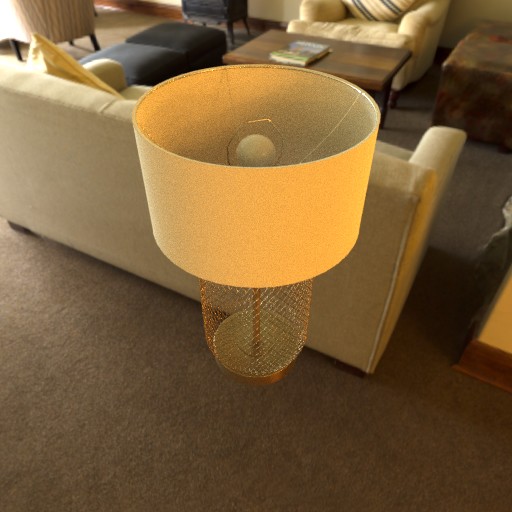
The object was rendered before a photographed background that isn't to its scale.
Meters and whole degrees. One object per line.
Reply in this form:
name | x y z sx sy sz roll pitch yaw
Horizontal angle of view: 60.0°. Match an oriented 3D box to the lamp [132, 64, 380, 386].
lamp | 0.000 0.000 0.831 0.353 0.578 0.353 0 42 0
